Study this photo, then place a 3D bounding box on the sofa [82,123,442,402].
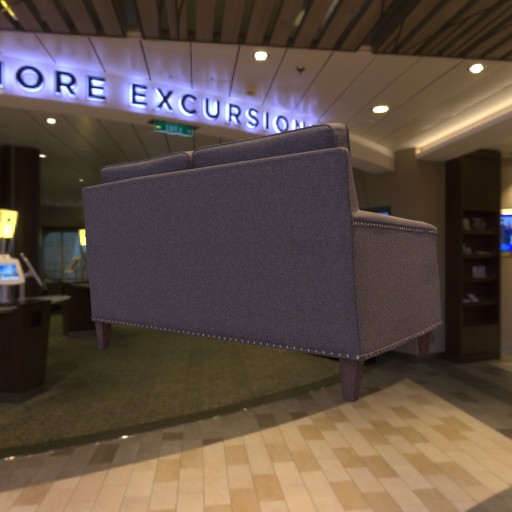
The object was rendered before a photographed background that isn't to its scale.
[{"bbox_3d":[0.000,0.000,2.301,1.597,1.003,1.084,0,0,36],"label":"sofa"}]
